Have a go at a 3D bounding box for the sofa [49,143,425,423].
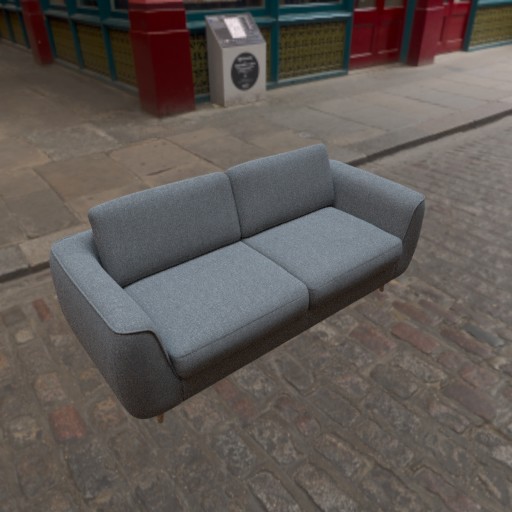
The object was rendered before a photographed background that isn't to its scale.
[{"bbox_3d":[0.000,0.000,2.481,2.000,0.870,0.920,-23,39,-32],"label":"sofa"}]
